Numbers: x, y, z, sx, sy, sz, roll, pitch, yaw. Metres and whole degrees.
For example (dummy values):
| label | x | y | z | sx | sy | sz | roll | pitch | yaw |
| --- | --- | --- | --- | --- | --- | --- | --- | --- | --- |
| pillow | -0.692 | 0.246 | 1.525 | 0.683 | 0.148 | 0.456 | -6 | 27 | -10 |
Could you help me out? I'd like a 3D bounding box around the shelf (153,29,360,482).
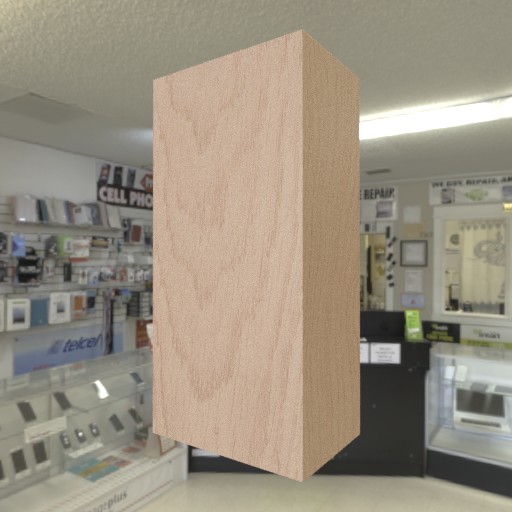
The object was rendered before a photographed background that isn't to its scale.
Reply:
| label | x | y | z | sx | sy | sz | roll | pitch | yaw |
| --- | --- | --- | --- | --- | --- | --- | --- | --- | --- |
| shelf | 0.000 | 0.000 | 0.751 | 0.290 | 0.600 | 0.200 | 0 | 0 | 35 |
